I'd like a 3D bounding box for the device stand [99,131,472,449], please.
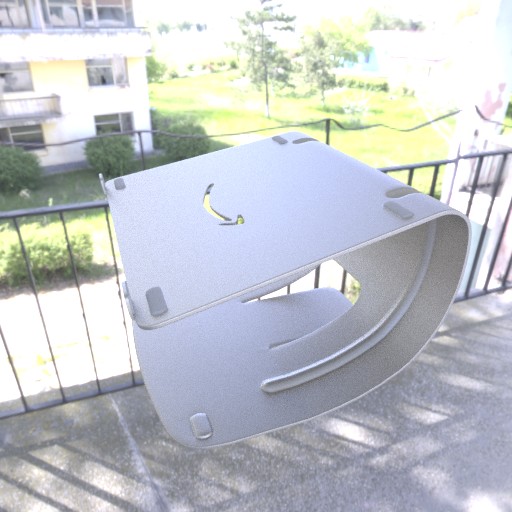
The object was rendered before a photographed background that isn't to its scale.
[{"bbox_3d":[0.000,0.000,0.394,0.236,0.155,0.256,-10,30,-18],"label":"device stand"}]
